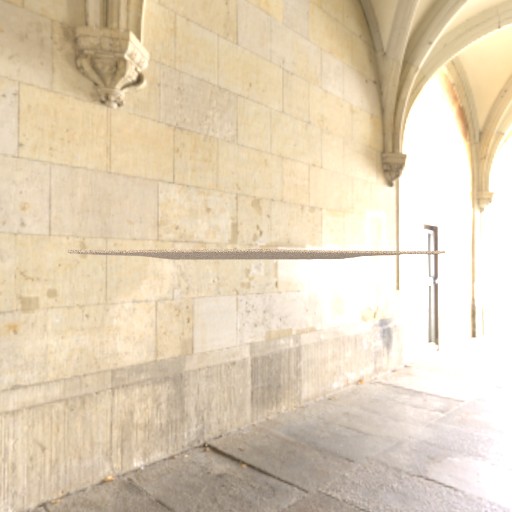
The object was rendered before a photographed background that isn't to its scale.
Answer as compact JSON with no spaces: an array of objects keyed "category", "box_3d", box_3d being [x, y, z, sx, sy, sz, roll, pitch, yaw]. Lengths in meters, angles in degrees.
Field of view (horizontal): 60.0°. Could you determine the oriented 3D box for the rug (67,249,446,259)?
[{"category":"rug","box_3d":[0.000,0.000,2.279,1.179,0.022,1.820,0,-1,0]}]
